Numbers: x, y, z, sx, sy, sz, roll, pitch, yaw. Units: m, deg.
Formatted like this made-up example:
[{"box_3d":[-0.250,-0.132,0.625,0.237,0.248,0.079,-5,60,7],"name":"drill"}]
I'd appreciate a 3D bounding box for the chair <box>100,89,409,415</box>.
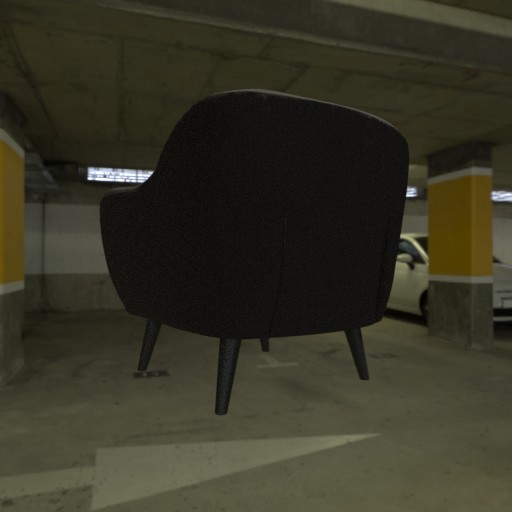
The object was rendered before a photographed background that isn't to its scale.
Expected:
[{"box_3d":[0.000,0.000,1.479,0.840,0.807,0.819,0,0,-36],"name":"chair"}]
